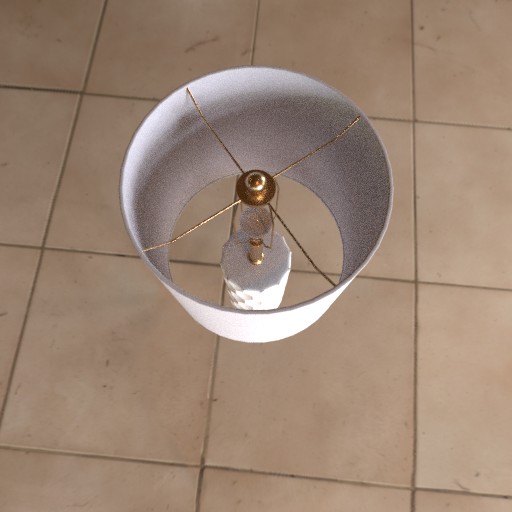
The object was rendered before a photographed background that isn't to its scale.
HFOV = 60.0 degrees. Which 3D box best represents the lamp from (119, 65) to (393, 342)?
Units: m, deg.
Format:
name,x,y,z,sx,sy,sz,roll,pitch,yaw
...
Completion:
name,x,y,z,sx,sy,sz,roll,pitch,yaw
lamp,0.000,0.000,0.704,0.277,0.537,0.277,4,73,1
